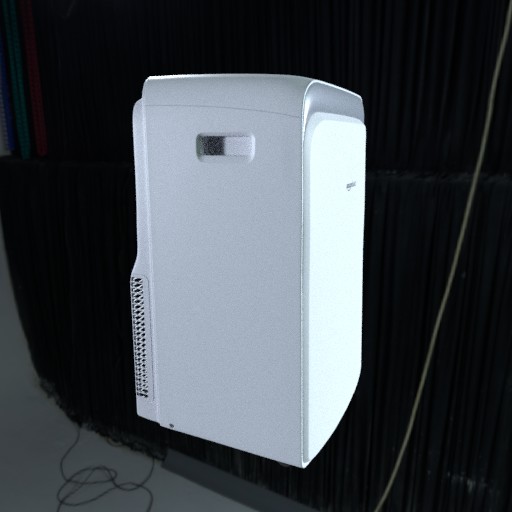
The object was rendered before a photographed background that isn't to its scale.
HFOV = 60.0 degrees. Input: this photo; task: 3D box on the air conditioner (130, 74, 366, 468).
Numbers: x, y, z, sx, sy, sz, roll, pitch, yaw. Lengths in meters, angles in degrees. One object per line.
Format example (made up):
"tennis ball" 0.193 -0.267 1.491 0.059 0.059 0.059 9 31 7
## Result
"air conditioner" 0.000 0.000 1.038 0.467 0.765 0.478 7 16 25
